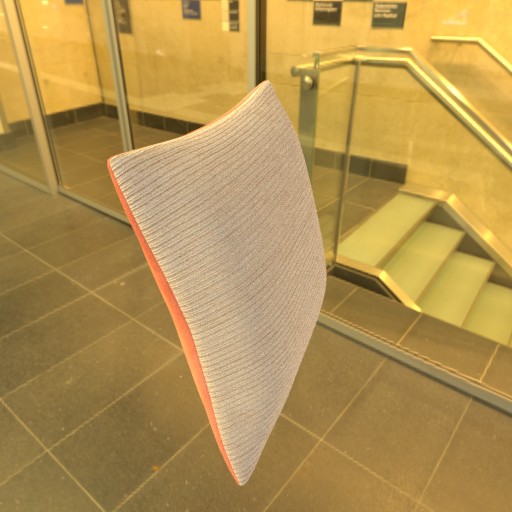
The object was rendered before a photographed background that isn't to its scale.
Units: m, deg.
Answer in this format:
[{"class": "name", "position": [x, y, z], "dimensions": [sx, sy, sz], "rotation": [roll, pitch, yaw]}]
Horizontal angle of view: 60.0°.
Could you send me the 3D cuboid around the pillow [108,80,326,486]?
[{"class": "pillow", "position": [0.000, 0.000, 0.627], "dimensions": [0.177, 0.401, 0.424], "rotation": [10, 32, 17]}]
